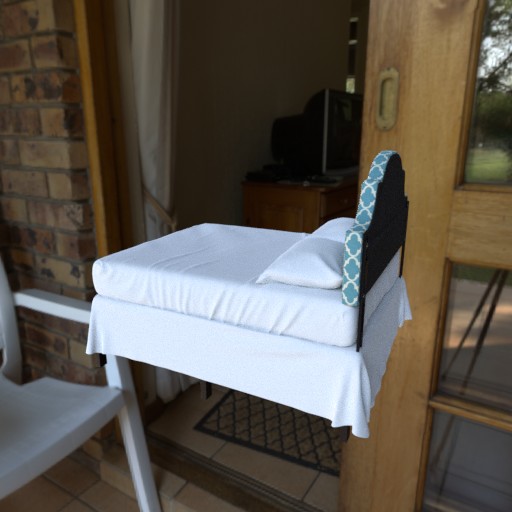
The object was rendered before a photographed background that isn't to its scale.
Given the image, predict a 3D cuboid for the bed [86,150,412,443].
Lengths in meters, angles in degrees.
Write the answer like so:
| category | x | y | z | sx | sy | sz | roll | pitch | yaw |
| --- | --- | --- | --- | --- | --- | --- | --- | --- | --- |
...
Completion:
| category | x | y | z | sx | sy | sz | roll | pitch | yaw |
| --- | --- | --- | --- | --- | --- | --- | --- | --- | --- |
| bed | 0.000 | 0.000 | 3.451 | 2.222 | 1.633 | 1.780 | 8 | 18 | 25 |
